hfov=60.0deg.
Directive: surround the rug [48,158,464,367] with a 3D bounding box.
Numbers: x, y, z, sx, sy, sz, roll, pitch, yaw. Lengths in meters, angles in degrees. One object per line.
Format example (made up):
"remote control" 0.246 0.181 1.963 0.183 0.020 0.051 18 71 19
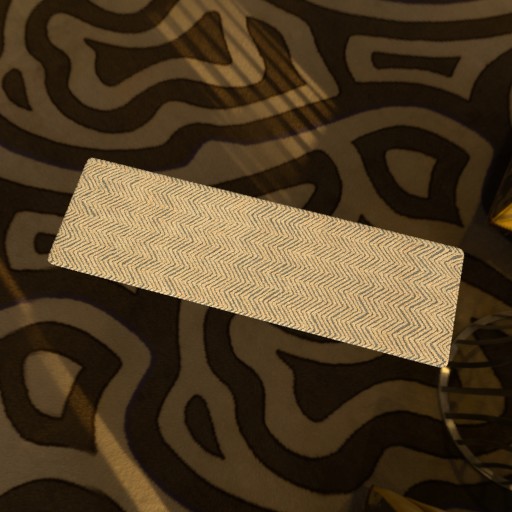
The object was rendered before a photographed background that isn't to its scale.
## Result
"rug" 0.000 0.000 2.529 2.286 0.008 0.686 14 75 4
